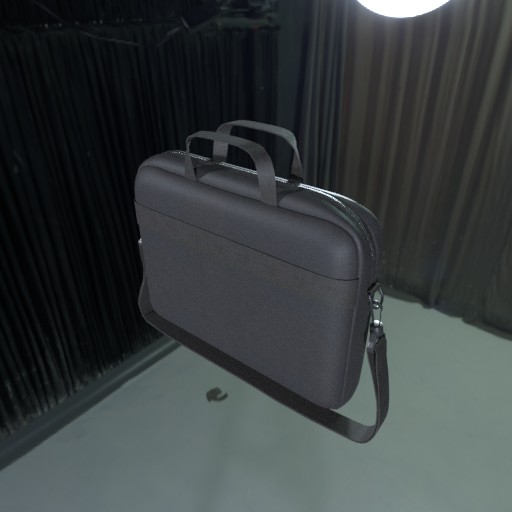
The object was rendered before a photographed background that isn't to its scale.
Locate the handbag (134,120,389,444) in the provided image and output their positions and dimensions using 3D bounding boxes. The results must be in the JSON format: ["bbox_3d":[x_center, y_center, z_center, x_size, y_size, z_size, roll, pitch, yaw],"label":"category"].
[{"bbox_3d":[0.000,0.000,0.585,0.429,0.330,0.126,22,37,31],"label":"handbag"}]
